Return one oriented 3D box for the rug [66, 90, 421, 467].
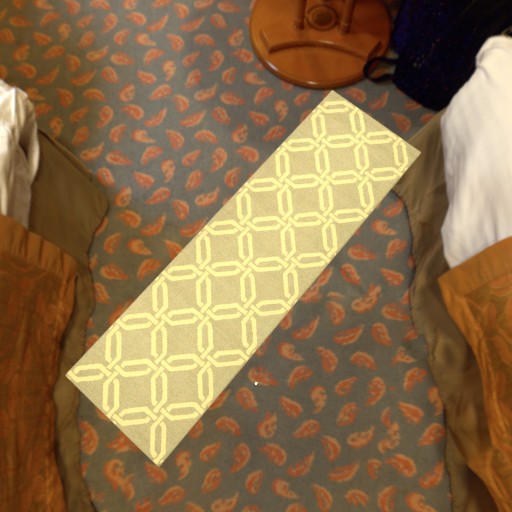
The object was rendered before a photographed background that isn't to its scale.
[{"bbox_3d":[0.000,0.000,2.487,0.678,0.014,2.276,39,78,10],"label":"rug"}]
